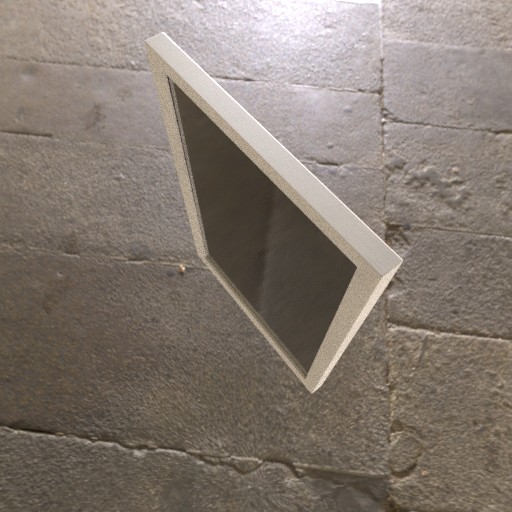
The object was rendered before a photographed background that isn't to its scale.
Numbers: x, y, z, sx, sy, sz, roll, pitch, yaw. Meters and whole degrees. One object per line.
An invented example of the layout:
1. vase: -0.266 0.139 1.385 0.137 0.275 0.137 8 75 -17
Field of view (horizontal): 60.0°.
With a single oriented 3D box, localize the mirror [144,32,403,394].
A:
1. mirror: 0.000 0.000 0.908 0.040 0.710 0.507 -35 68 -17
